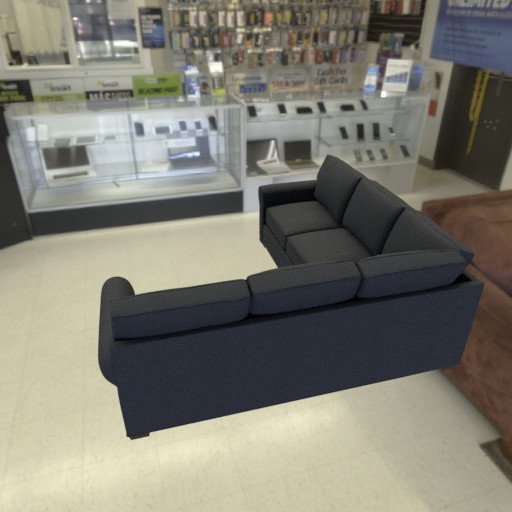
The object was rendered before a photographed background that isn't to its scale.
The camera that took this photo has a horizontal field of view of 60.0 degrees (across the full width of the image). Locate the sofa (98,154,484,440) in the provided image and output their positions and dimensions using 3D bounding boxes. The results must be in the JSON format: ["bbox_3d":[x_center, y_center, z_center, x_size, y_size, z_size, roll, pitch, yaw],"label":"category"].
[{"bbox_3d":[0.000,0.000,3.899,2.562,1.042,2.487,-8,31,-13],"label":"sofa"}]
